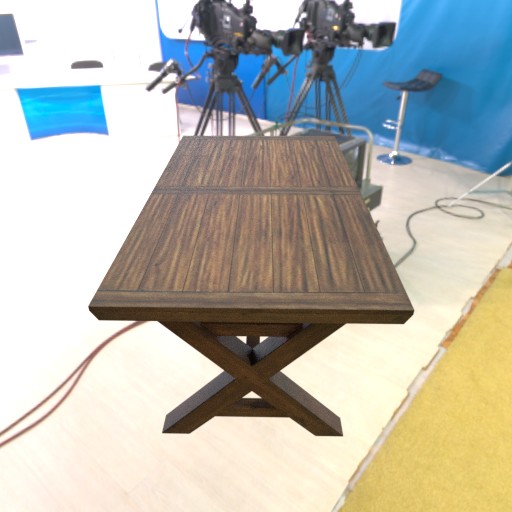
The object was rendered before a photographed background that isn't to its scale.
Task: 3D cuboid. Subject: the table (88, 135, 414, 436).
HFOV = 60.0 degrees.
[{"bbox_3d":[0.000,0.000,2.497,1.071,0.793,1.966,1,31,1],"label":"table"}]
